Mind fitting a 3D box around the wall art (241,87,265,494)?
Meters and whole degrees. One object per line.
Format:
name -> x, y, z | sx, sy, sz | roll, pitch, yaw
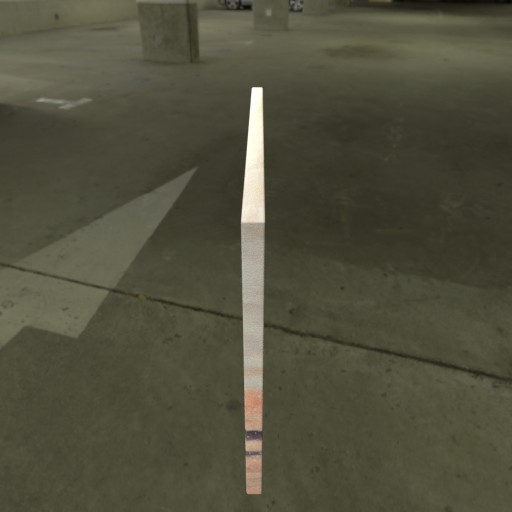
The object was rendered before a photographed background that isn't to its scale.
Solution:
wall art -> 0.000, 0.000, 1.328 | 0.038, 0.763, 1.015 | 0, 32, 0
